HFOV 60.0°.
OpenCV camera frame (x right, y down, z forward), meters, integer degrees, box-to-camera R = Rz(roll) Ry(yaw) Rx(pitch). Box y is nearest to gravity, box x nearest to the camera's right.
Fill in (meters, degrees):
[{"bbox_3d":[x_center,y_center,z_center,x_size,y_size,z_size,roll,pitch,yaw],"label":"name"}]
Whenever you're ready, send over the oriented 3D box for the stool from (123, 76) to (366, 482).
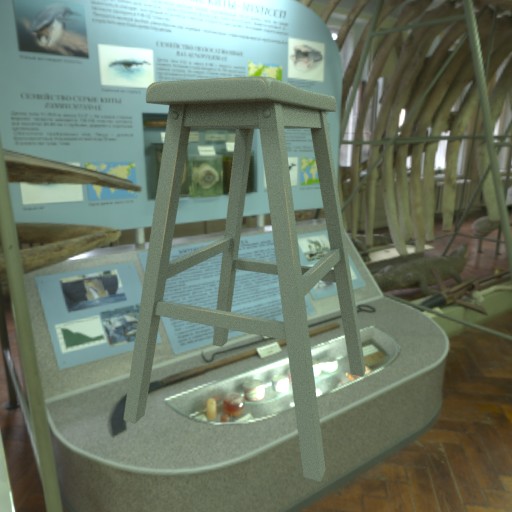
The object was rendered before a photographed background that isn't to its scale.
[{"bbox_3d":[0.000,0.000,1.049,0.476,0.737,0.457,7,17,23],"label":"stool"}]
